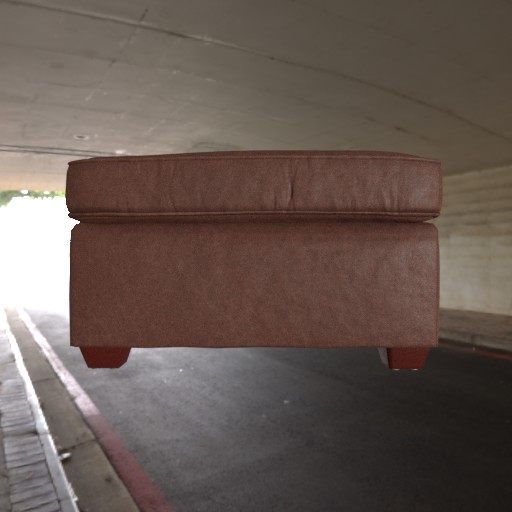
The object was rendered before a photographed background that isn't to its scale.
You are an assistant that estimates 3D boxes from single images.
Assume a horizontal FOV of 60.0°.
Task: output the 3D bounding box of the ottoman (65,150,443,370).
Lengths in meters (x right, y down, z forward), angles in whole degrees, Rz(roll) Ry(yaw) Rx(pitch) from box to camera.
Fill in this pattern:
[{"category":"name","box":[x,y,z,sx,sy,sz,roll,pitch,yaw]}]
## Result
[{"category":"ottoman","box":[0.000,0.000,1.094,0.749,0.449,0.548,0,0,1]}]
